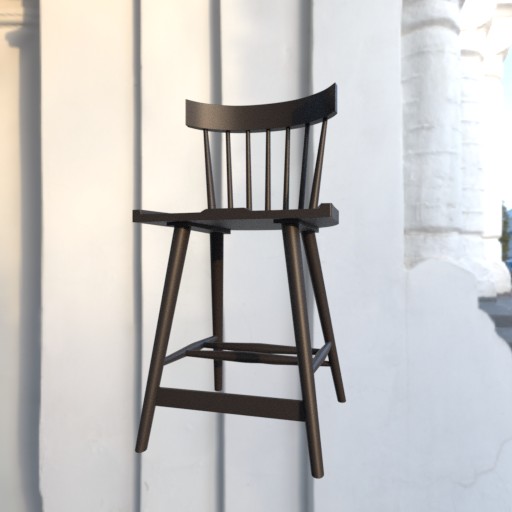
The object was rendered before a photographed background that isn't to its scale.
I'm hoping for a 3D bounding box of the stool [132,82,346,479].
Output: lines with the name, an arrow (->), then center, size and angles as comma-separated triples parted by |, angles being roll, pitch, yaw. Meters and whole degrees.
stool -> 0.000, 0.000, 1.273 | 0.494, 0.953, 0.549 | 0, 0, 17
